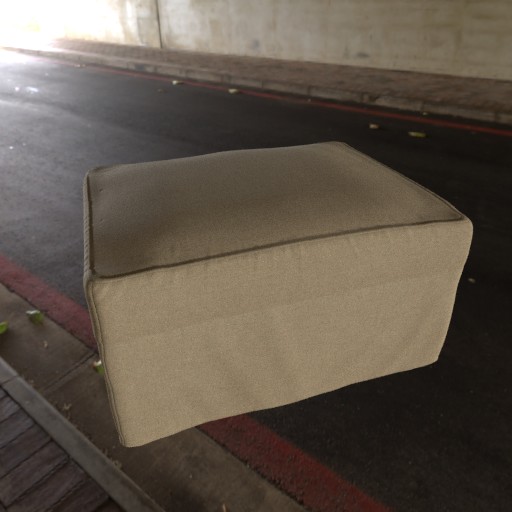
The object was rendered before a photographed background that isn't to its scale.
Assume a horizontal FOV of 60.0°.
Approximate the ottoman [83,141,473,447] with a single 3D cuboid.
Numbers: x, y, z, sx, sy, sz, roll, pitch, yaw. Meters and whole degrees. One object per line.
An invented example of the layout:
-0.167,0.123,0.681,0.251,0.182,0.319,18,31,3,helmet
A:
0.000,0.000,1.206,0.833,0.485,0.650,-10,32,-16,ottoman
